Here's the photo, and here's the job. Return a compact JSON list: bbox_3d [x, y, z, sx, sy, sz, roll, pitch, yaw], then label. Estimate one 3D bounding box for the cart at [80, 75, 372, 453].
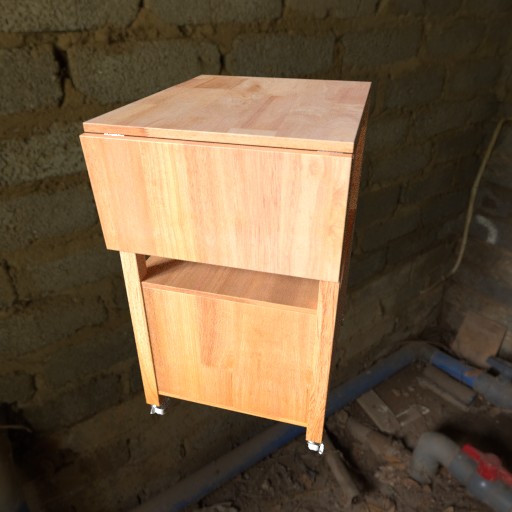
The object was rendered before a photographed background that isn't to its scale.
[{"bbox_3d":[0.000,0.000,1.230,0.508,0.838,0.640,8,31,13],"label":"cart"}]
